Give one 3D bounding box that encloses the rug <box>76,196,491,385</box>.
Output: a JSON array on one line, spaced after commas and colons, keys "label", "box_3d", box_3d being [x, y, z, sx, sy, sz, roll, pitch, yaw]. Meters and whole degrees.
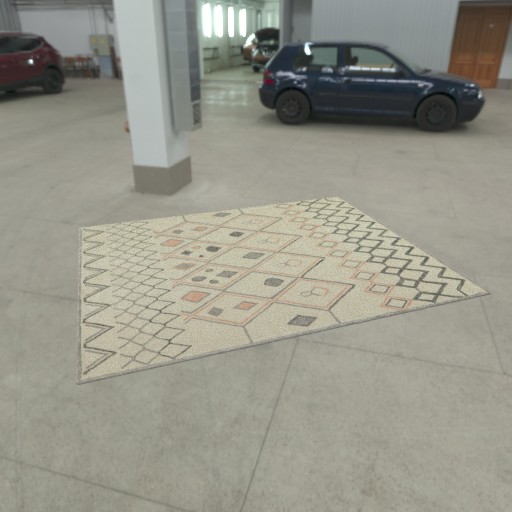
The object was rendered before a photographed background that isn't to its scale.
[{"label": "rug", "box_3d": [0.000, 0.000, 4.036, 3.050, 0.016, 2.441, -9, 28, -17]}]
